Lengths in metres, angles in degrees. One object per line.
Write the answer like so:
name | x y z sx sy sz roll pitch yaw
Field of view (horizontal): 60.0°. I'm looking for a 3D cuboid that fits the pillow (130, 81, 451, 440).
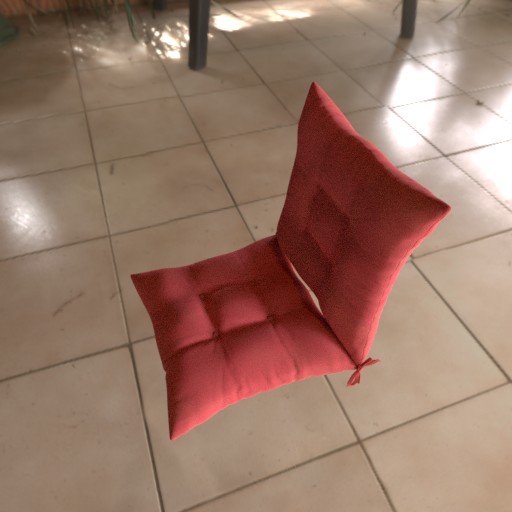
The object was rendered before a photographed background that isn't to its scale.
pillow | 0.000 0.000 1.022 0.585 0.536 0.541 -16 49 -14
